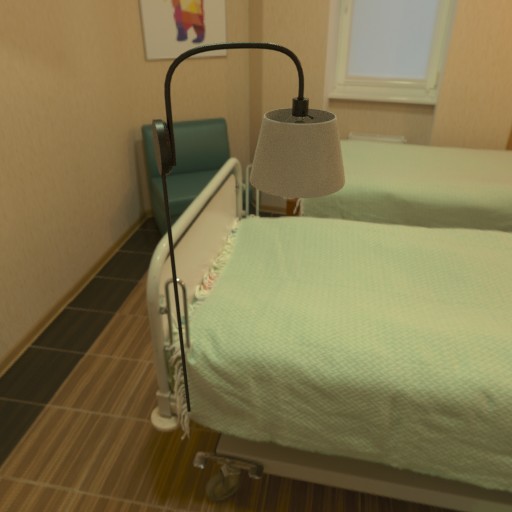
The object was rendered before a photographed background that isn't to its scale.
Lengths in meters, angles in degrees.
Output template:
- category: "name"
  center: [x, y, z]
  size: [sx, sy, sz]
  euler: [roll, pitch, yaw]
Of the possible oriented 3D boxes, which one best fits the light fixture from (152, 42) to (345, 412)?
- category: "light fixture"
  center: [0.000, 0.000, 0.457]
  size: [0.176, 0.399, 0.092]
  euler: [-10, 31, -16]
